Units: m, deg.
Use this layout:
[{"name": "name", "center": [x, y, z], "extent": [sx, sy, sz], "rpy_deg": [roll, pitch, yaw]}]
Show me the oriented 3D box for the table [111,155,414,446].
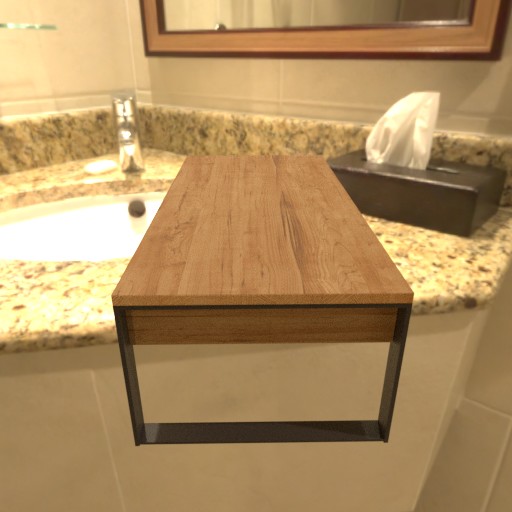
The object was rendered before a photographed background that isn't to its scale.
[{"name": "table", "center": [0.000, 0.000, 1.465], "extent": [0.590, 0.400, 1.180], "rpy_deg": [0, 25, -1]}]
